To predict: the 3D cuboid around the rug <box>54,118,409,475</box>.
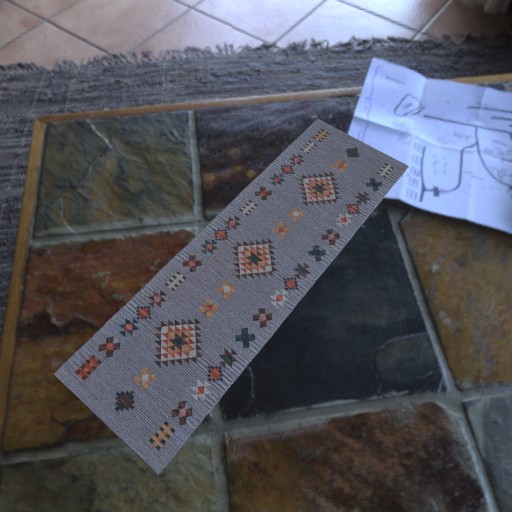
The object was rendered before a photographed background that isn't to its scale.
[{"bbox_3d":[0.000,0.000,2.675,0.766,0.008,2.432,34,65,19],"label":"rug"}]
